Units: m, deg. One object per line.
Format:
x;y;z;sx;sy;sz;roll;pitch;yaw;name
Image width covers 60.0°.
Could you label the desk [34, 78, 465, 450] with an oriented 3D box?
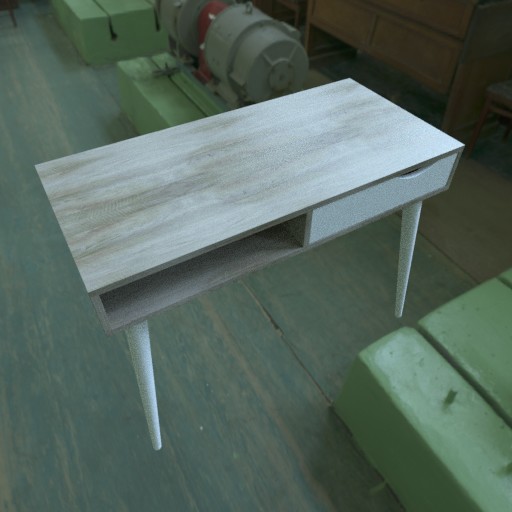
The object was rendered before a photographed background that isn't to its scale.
0.000;0.000;1.371;0.979;0.723;0.491;-23;50;-21;desk
